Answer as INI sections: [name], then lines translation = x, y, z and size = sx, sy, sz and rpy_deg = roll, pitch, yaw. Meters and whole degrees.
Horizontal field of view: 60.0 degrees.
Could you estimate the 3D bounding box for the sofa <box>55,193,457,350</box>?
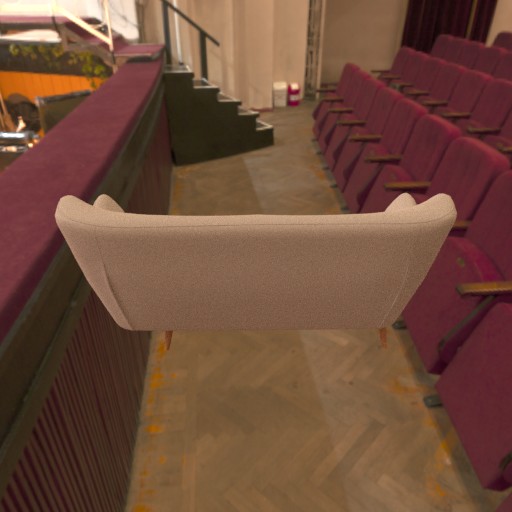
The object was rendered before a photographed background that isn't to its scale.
[sofa]
translation = 0.000, 0.000, 2.449
size = 1.930, 0.890, 0.899
rpy_deg = 0, 31, -1
